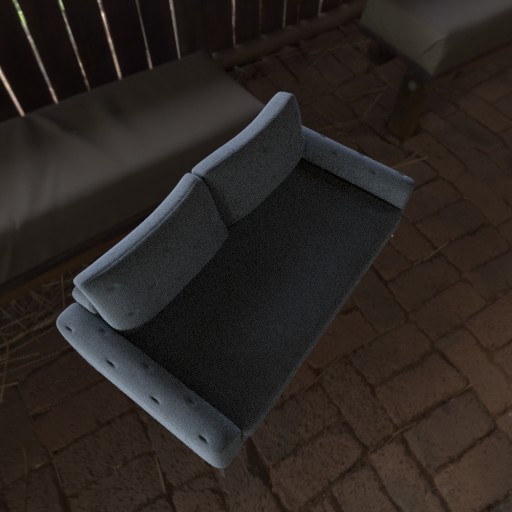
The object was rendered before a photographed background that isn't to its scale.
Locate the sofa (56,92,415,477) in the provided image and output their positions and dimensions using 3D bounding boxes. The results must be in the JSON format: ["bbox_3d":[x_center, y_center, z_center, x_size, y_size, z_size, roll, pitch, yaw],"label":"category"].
[{"bbox_3d":[0.000,0.000,2.119,0.920,0.790,1.650,32,63,18],"label":"sofa"}]
